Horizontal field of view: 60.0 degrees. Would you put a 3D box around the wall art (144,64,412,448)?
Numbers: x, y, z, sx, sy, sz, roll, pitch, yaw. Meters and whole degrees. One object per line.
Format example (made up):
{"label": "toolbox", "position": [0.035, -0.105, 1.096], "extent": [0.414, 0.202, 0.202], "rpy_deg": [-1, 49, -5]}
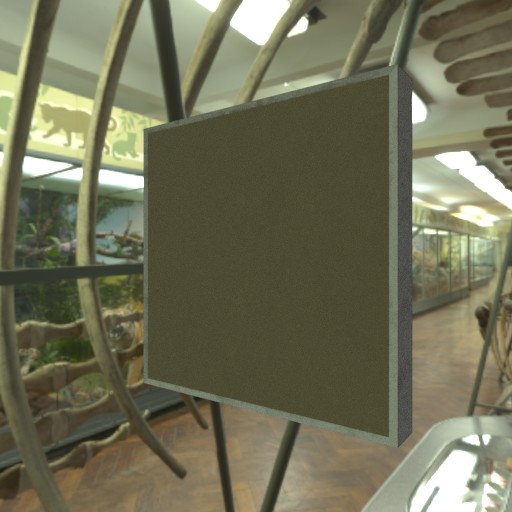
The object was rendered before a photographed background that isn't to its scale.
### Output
{"label": "wall art", "position": [0.000, 0.000, 0.455], "extent": [0.305, 0.303, 0.038], "rpy_deg": [0, 0, 36]}
